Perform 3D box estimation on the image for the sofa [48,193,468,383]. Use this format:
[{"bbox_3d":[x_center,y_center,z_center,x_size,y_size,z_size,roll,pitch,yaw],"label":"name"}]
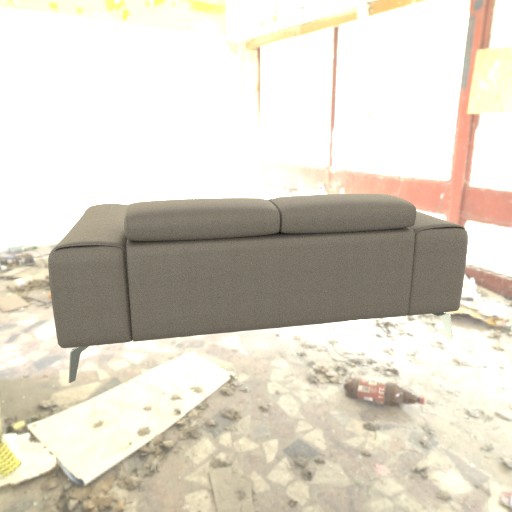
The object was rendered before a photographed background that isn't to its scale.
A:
[{"bbox_3d":[0.000,0.000,2.474,1.930,0.753,1.024,-3,17,-12],"label":"sofa"}]
